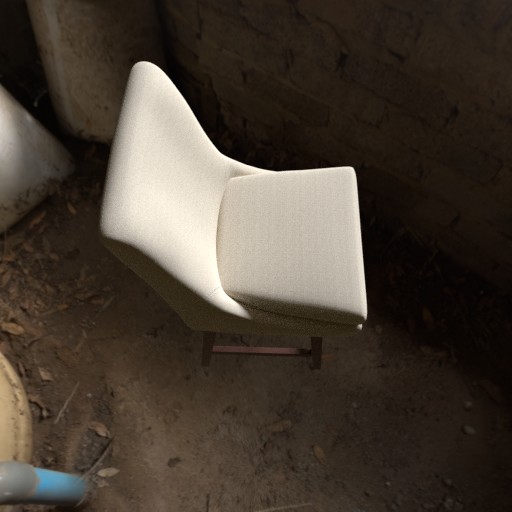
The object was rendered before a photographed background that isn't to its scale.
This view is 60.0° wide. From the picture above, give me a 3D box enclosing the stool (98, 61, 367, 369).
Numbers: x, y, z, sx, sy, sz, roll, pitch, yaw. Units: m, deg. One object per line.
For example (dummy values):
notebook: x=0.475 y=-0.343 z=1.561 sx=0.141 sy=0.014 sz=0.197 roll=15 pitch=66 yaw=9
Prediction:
stool: x=0.000 y=0.000 z=1.279 sx=0.559 sy=0.991 sz=0.483 roll=1 pitch=65 yaw=1
